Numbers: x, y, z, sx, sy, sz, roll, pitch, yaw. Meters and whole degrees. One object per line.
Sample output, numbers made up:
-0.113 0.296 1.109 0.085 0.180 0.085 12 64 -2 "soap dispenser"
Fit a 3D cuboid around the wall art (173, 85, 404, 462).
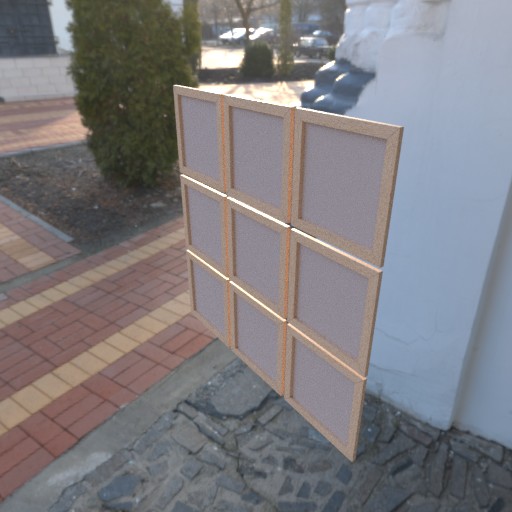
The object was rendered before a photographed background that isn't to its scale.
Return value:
0.000 0.000 1.805 0.016 1.207 1.217 -18 32 -32 "wall art"
